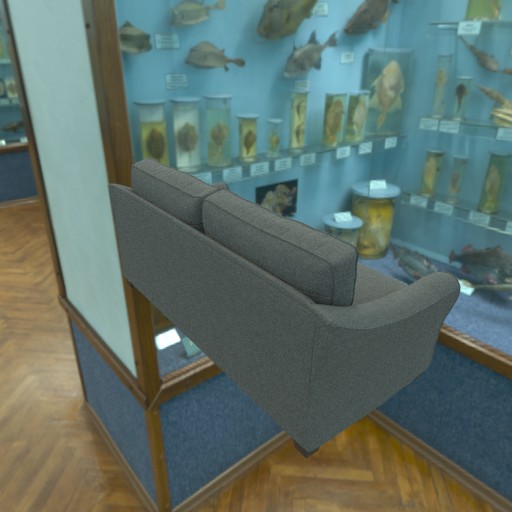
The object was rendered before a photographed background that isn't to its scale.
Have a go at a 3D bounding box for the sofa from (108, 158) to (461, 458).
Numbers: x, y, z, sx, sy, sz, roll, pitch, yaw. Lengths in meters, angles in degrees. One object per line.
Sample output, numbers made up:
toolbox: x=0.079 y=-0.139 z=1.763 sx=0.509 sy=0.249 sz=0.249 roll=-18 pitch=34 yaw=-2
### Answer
sofa: x=0.000 y=0.000 z=2.767 sx=1.013 sy=0.976 sz=2.203 roll=-18 pitch=31 yaw=-33
